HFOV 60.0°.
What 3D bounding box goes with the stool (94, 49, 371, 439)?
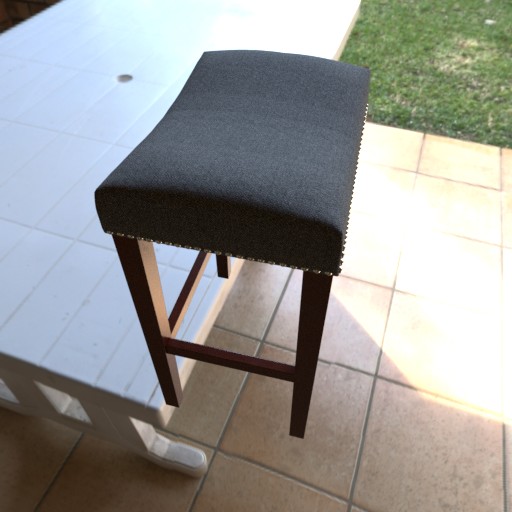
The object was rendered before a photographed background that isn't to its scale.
[{"bbox_3d":[0.000,0.000,1.012,0.372,0.742,0.504,10,48,10],"label":"stool"}]
